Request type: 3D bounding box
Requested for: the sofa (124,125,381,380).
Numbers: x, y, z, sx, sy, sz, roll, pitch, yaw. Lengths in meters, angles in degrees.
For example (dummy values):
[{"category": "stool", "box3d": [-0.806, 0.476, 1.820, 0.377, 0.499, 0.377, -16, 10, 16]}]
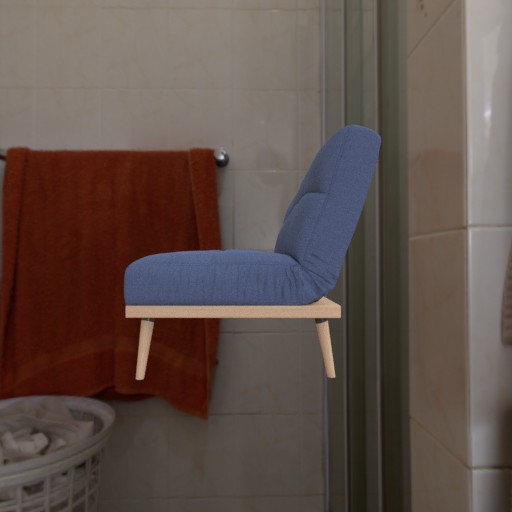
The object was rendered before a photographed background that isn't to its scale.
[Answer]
[{"category": "sofa", "box3d": [0.000, 0.000, 2.232, 0.796, 0.800, 1.800, 0, -1, 1]}]
